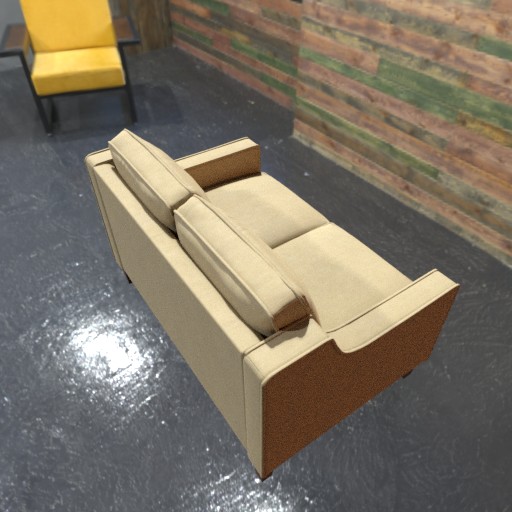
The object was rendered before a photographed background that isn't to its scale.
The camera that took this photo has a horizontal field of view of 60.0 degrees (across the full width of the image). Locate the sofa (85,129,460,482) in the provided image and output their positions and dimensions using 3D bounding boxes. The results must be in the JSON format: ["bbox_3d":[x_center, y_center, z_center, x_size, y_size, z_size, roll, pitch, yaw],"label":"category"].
[{"bbox_3d":[0.000,0.000,2.110,0.987,0.971,1.501,-25,48,-25],"label":"sofa"}]
